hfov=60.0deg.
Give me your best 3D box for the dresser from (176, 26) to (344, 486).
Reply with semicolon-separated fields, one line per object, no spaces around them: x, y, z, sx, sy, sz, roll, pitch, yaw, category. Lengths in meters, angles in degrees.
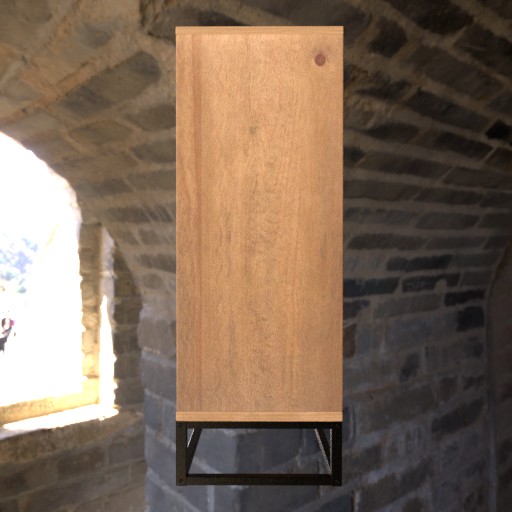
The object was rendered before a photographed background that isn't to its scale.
0.000;0.000;1.573;0.479;1.240;0.761;0;1;0;dresser
